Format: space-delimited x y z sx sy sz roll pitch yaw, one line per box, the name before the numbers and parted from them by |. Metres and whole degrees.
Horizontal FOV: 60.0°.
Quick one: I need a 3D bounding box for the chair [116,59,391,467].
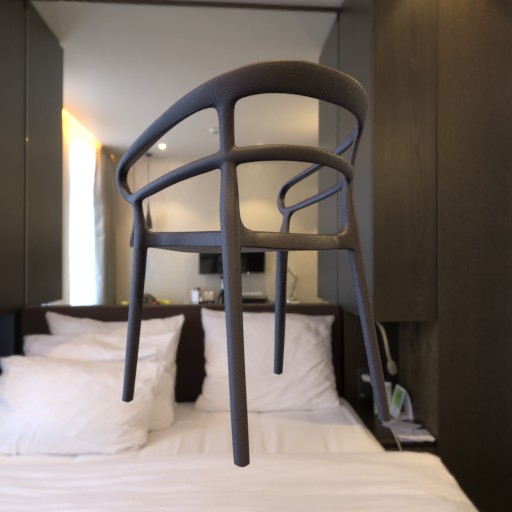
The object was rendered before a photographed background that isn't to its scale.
chair | 0.000 0.000 1.109 0.559 0.761 0.527 0 -1 -34
